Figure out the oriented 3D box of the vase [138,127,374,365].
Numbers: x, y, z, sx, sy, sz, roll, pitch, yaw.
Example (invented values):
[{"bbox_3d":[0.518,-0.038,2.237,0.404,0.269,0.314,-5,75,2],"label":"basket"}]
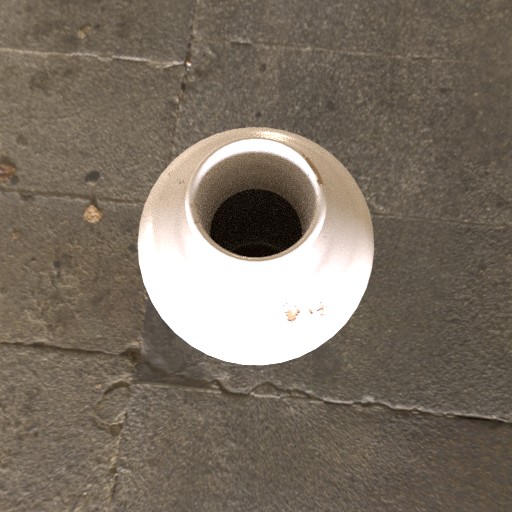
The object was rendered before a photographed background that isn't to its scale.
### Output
[{"bbox_3d":[0.000,0.000,0.330,0.158,0.228,0.158,0,75,0],"label":"vase"}]
